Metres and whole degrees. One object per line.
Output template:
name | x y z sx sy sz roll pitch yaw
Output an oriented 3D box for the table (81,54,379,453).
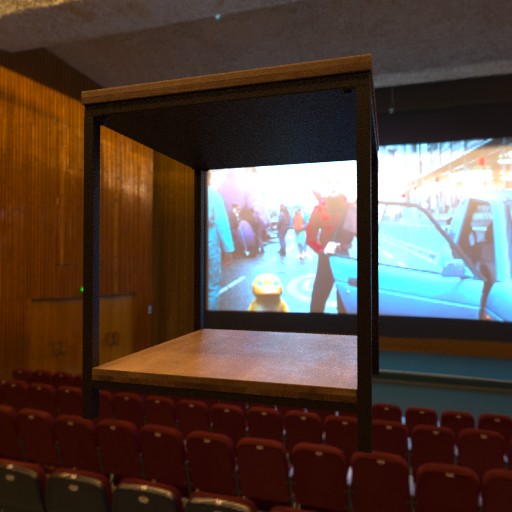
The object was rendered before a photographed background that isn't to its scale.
table | 0.000 0.000 0.964 0.507 0.589 0.503 0 -1 17
